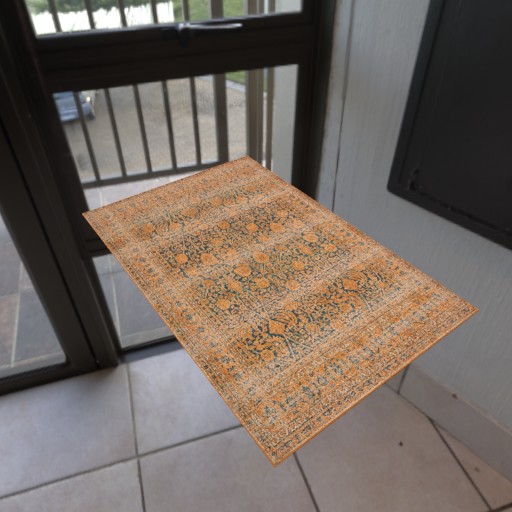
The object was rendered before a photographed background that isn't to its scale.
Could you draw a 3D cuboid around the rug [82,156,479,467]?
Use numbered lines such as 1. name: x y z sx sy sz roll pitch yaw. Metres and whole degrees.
1. rug: 0.000 0.000 2.965 1.525 0.007 2.336 -26 47 -27
